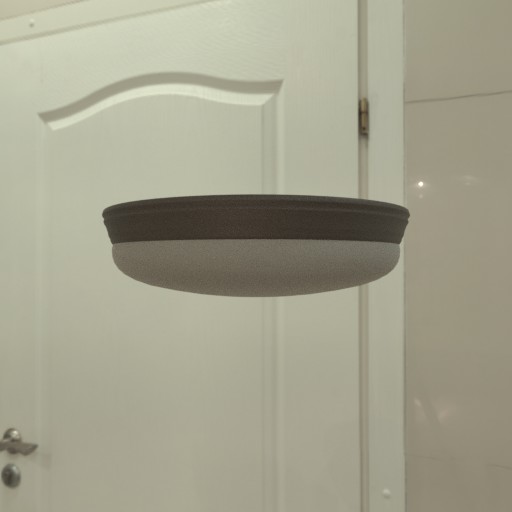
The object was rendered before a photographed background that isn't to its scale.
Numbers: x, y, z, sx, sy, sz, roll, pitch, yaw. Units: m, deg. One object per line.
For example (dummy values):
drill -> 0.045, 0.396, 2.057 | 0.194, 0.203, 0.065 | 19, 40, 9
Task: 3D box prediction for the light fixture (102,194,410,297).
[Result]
light fixture -> 0.000, 0.000, 0.560 | 0.368, 0.100, 0.368 | 0, -1, 0
